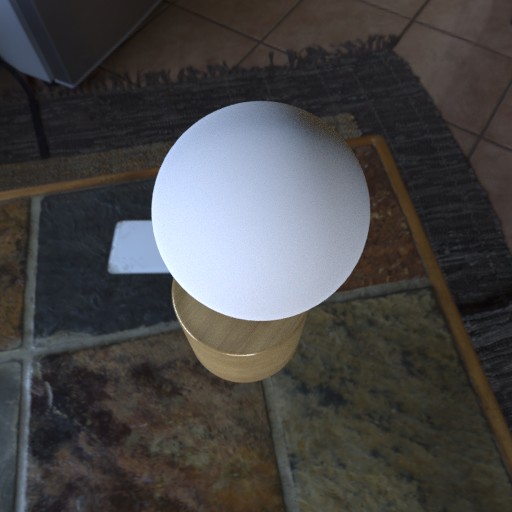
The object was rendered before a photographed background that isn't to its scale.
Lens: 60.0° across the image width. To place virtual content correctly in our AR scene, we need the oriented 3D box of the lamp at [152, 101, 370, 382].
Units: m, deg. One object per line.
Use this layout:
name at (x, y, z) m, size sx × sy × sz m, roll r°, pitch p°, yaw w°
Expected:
lamp at (0.000, 0.000, 0.342) m, size 0.141 × 0.250 × 0.152 m, roll 33°, pitch 68°, yaw 15°
